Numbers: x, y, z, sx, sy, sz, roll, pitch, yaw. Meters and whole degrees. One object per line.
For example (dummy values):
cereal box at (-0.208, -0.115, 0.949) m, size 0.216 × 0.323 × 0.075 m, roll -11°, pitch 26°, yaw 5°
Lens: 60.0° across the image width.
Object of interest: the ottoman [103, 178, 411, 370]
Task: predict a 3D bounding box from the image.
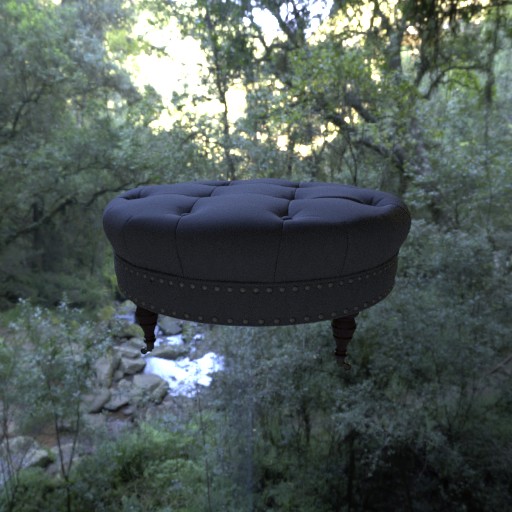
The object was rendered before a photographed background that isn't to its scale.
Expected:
ottoman at (0.000, 0.000, 1.398) m, size 0.901 × 0.439 × 0.901 m, roll 0°, pitch 16°, yaw 0°
